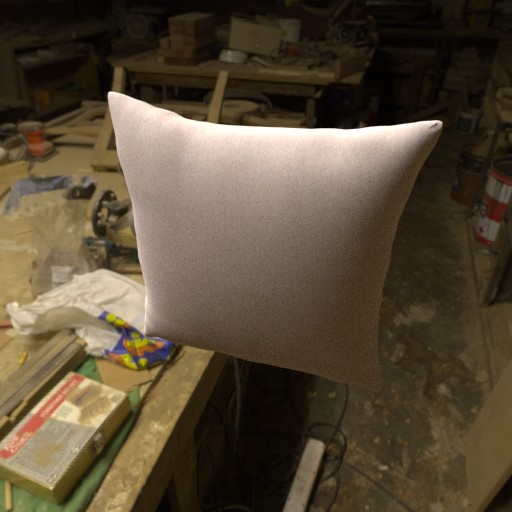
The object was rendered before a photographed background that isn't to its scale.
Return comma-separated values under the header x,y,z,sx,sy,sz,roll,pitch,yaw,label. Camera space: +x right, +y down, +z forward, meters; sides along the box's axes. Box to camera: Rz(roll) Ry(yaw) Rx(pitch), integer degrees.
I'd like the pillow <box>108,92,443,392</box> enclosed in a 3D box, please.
x,y,z,sx,sy,sz,roll,pitch,yaw,label
0.000,0.000,0.661,0.433,0.436,0.173,10,35,15,pillow
